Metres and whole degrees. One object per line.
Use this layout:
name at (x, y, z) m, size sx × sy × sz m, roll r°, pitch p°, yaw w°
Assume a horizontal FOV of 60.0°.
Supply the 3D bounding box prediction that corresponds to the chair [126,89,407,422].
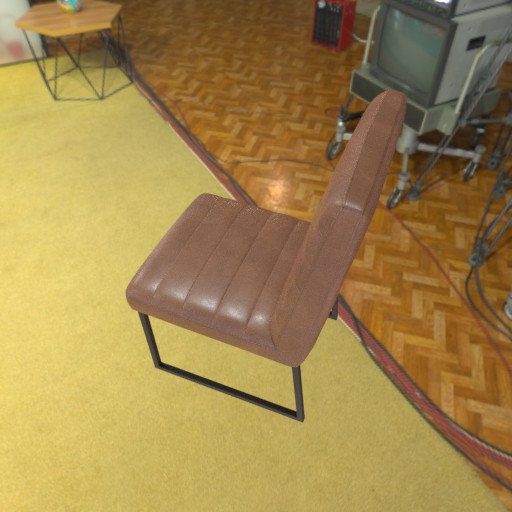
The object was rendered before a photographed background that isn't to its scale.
chair at (0.000, 0.000, 1.336) m, size 0.634 × 0.930 × 0.520 m, roll 16°, pitch 47°, yaw 15°
